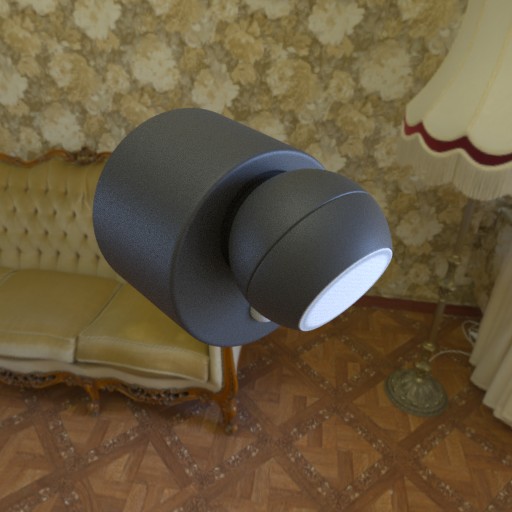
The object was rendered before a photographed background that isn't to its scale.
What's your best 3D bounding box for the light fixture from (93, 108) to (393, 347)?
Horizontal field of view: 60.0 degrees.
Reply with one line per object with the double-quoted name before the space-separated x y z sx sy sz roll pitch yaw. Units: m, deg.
"light fixture" 0.000 0.000 0.264 0.134 0.143 0.160 -22 38 -32
